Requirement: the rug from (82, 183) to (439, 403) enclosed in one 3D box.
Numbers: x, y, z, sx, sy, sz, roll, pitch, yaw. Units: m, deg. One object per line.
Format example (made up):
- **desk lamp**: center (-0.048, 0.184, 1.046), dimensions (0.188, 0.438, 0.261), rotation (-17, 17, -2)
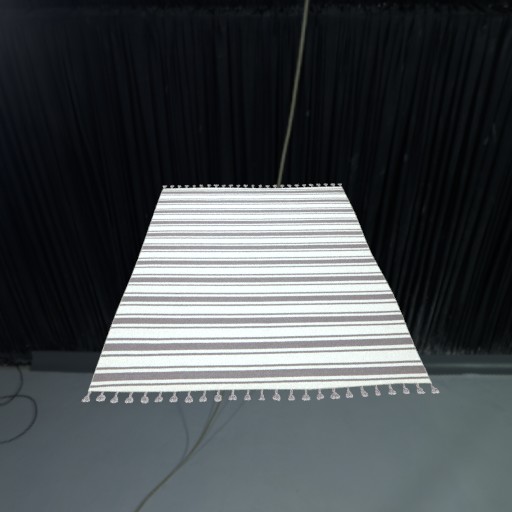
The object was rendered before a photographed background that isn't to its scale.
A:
- **rug**: center (0.000, 0.000, 3.769), dimensions (2.030, 0.017, 3.040), rotation (-1, 32, -1)
